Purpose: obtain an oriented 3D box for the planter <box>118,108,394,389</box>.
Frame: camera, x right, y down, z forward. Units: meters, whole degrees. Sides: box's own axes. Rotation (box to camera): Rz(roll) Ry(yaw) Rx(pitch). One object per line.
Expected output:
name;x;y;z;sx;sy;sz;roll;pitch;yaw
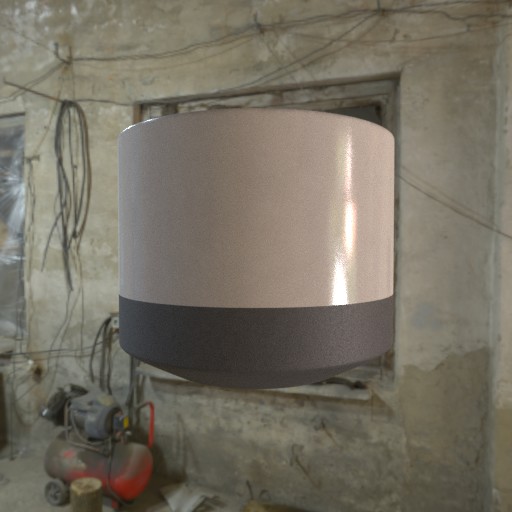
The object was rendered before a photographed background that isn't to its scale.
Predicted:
planter;0.000;0.000;0.217;0.128;0.105;0.128;0;2;0
